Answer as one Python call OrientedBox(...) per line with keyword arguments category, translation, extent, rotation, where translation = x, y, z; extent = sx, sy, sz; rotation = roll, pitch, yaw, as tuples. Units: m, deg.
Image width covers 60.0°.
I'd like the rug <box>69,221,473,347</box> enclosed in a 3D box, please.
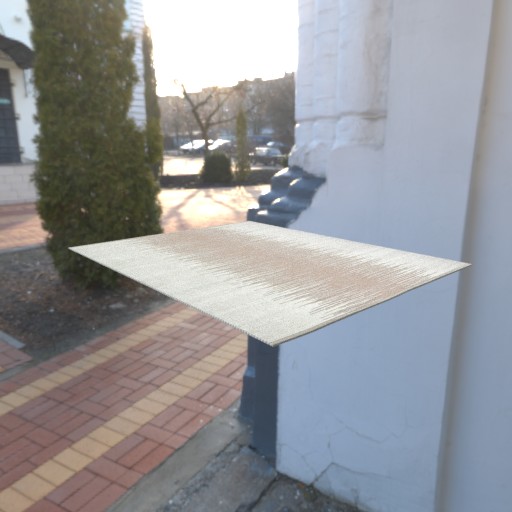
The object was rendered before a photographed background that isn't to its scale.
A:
OrientedBox(category="rug", translation=(0.000, 0.000, 4.218), extent=(2.438, 0.013, 3.048), rotation=(-12, 19, -40))
